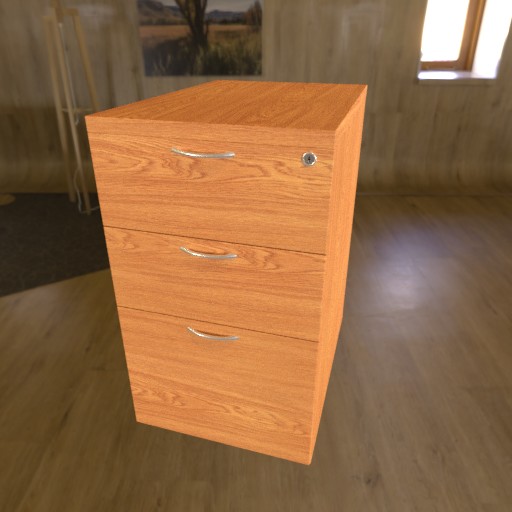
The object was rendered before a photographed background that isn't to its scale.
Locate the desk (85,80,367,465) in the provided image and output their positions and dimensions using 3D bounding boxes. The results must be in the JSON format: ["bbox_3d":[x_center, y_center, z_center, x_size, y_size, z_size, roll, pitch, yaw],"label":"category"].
[{"bbox_3d":[0.000,0.000,1.074,0.404,0.730,0.600,8,28,15],"label":"desk"}]
